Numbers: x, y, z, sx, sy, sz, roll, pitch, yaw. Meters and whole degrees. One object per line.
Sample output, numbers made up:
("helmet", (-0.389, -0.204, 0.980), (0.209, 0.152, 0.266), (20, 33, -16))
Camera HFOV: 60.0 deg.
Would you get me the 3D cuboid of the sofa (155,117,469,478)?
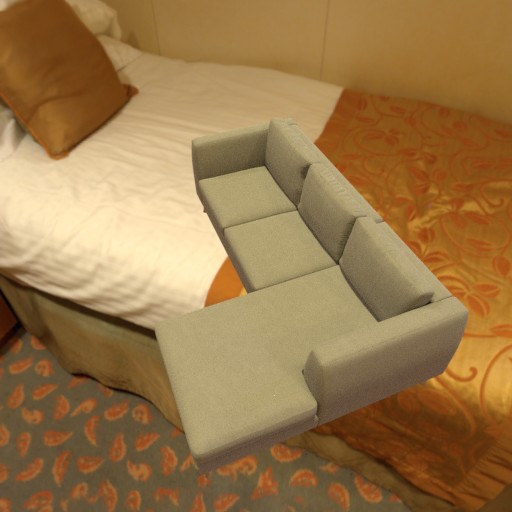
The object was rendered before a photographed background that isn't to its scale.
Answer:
("sofa", (0.000, 0.000, 3.052), (1.580, 0.860, 2.300), (-16, 48, -15))
